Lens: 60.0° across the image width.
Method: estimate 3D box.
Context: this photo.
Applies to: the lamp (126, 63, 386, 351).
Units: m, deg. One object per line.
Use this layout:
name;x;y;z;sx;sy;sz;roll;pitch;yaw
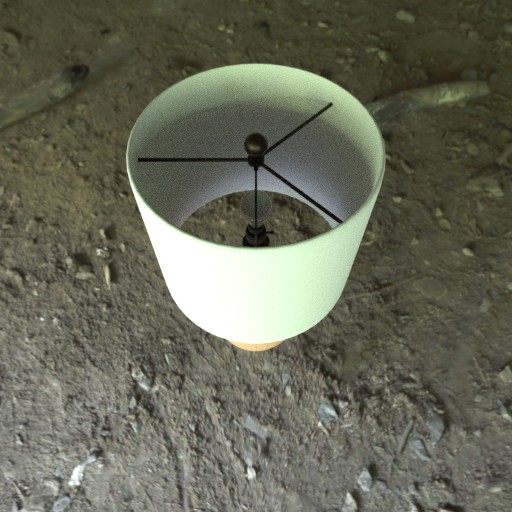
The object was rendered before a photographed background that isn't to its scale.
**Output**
lamp;0.000;0.000;0.796;0.329;0.570;0.329;0;58;0
